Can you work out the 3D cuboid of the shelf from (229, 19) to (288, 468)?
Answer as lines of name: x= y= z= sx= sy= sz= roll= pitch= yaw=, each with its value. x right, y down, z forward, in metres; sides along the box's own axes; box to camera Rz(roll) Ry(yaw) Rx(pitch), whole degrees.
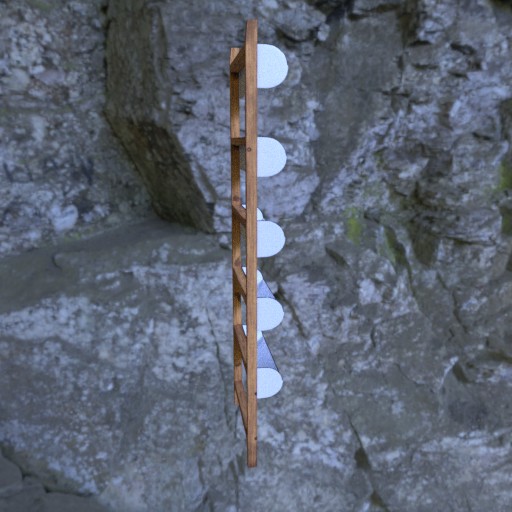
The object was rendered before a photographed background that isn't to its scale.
shelf: x=0.000 y=0.000 z=1.767 sx=0.141 sy=1.600 sz=0.454 roll=-2 pitch=15 yaw=-9
